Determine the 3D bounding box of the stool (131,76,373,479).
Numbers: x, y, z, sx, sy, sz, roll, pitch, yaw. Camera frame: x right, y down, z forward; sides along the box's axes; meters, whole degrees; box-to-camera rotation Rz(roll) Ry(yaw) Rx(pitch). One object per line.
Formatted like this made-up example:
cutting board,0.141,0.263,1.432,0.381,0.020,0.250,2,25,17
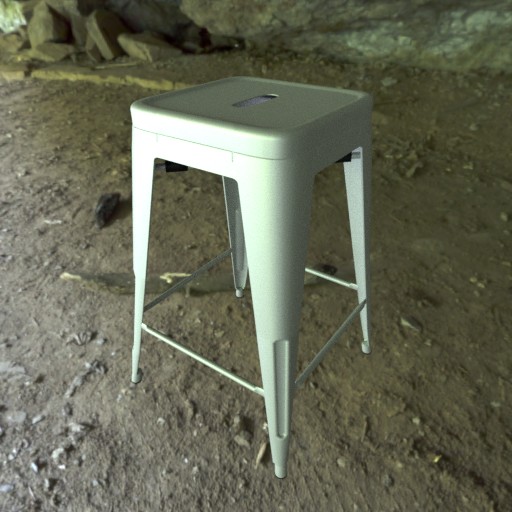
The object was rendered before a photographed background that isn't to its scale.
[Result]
stool,0.000,0.000,0.882,0.410,0.608,0.410,21,37,29
